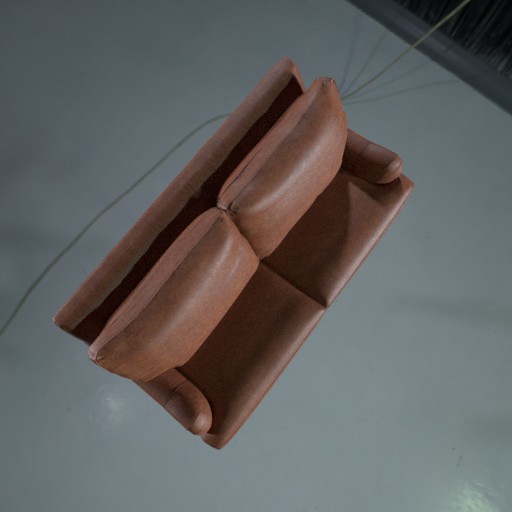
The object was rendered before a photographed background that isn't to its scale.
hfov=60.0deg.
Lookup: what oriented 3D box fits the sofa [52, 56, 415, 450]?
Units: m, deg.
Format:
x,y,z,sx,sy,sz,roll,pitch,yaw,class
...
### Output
x,y,z,sx,sy,sz,roll,pitch,yaw,class
0.000,0.000,2.844,1.147,1.071,2.144,37,79,9,sofa
